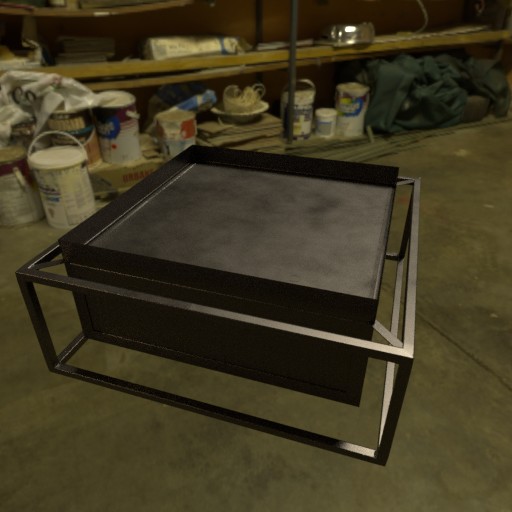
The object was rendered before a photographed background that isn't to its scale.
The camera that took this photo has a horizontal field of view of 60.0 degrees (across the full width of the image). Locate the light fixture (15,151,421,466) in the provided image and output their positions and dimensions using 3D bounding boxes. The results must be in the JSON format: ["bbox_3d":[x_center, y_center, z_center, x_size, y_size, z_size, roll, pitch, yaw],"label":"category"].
[{"bbox_3d":[0.000,0.000,0.665,0.441,0.191,0.441,10,33,15],"label":"light fixture"}]
